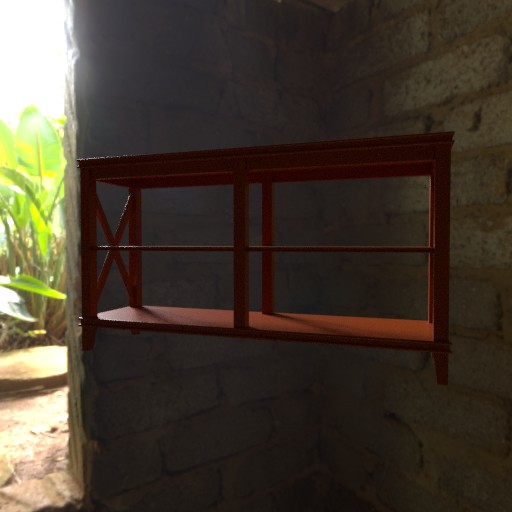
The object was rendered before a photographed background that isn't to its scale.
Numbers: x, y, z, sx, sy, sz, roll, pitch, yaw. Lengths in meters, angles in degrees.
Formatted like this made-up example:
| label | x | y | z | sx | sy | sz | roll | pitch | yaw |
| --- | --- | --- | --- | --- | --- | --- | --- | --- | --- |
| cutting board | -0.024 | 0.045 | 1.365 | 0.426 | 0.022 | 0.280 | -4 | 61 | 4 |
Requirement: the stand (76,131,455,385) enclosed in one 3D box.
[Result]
| label | x | y | z | sx | sy | sz | roll | pitch | yaw |
| --- | --- | --- | --- | --- | --- | --- | --- | --- | --- |
| stand | 0.000 | 0.000 | 1.720 | 1.372 | 0.762 | 0.381 | 1 | 2 | 19 |
